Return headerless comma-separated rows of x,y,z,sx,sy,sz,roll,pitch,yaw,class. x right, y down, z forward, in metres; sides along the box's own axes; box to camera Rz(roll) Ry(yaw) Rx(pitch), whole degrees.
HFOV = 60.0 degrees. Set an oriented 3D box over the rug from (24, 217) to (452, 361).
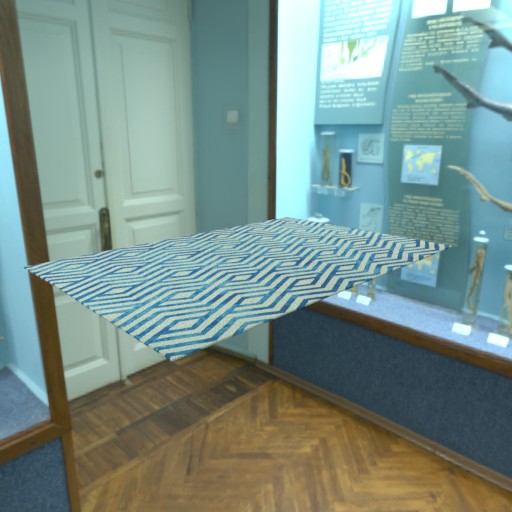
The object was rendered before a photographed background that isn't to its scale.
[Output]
0.000,0.000,2.253,1.830,0.008,1.225,-15,21,-42,rug
